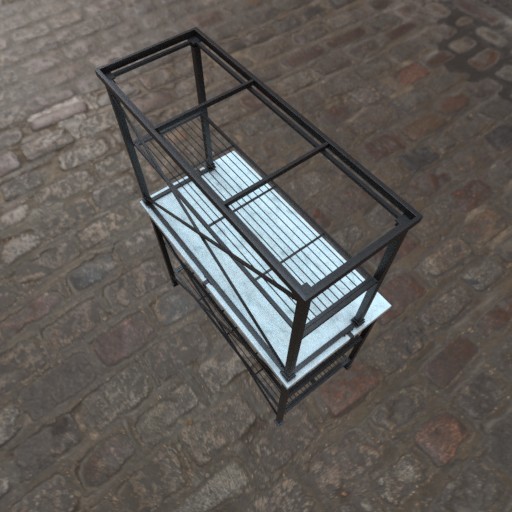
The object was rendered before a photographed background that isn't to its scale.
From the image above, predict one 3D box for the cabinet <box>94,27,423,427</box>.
[{"bbox_3d":[0.000,0.000,2.180,0.610,1.659,1.210,-33,64,-19],"label":"cabinet"}]
